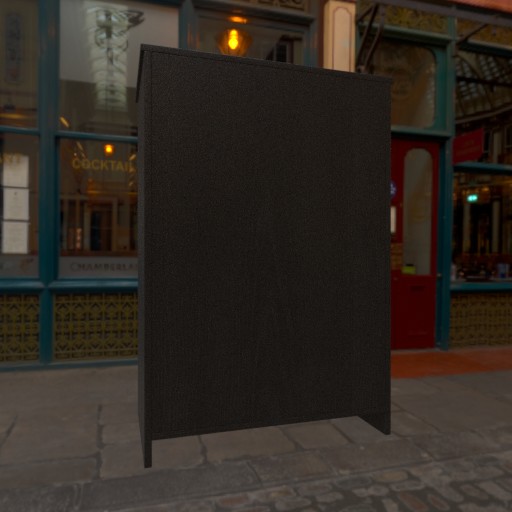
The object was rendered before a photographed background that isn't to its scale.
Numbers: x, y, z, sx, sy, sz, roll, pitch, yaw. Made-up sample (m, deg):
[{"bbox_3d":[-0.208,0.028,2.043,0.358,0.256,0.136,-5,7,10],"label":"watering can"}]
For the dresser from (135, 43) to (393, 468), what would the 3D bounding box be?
[{"bbox_3d":[0.000,0.000,1.354,0.700,1.020,0.398,0,0,-17],"label":"dresser"}]
